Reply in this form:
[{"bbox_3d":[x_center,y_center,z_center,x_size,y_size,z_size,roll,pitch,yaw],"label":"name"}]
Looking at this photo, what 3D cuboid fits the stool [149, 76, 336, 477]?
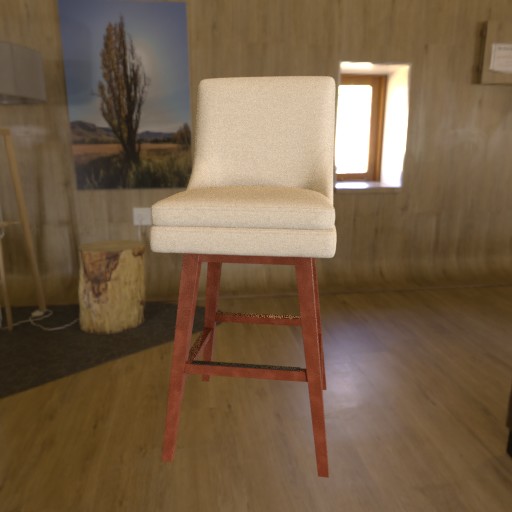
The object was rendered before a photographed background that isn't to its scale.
[{"bbox_3d":[0.000,0.000,1.347,0.470,1.092,0.559,2,14,8],"label":"stool"}]
